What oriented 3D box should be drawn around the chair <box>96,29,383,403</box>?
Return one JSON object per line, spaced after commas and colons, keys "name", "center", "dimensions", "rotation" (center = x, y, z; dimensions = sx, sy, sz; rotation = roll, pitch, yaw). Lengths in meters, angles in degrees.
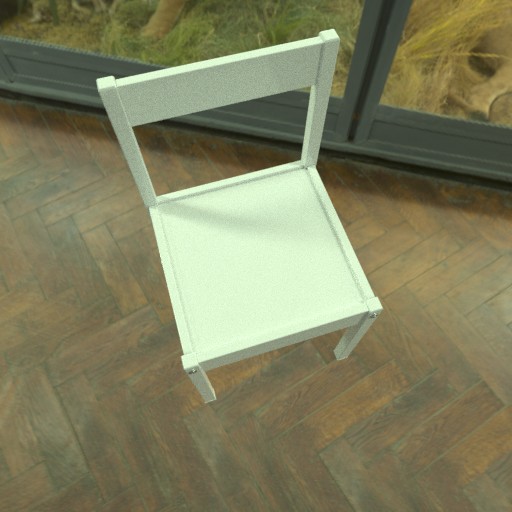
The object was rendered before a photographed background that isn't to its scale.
{"name": "chair", "center": [0.000, 0.000, 0.673], "dimensions": [0.285, 0.505, 0.285], "rotation": [-16, 64, -8]}
